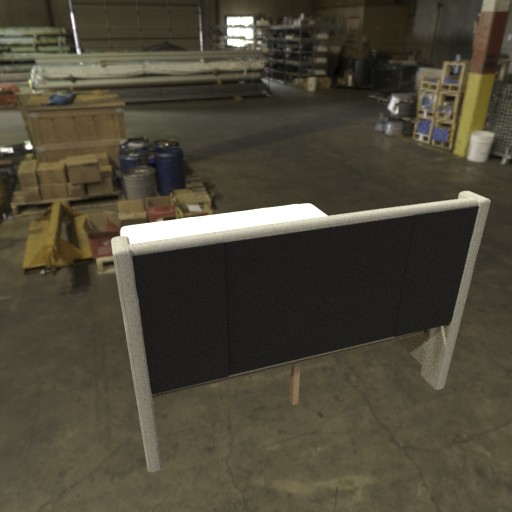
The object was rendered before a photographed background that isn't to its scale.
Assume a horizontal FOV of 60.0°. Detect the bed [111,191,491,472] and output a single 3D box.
[{"bbox_3d":[0.000,0.000,3.567,2.140,1.470,2.280,-9,28,-17],"label":"bed"}]
